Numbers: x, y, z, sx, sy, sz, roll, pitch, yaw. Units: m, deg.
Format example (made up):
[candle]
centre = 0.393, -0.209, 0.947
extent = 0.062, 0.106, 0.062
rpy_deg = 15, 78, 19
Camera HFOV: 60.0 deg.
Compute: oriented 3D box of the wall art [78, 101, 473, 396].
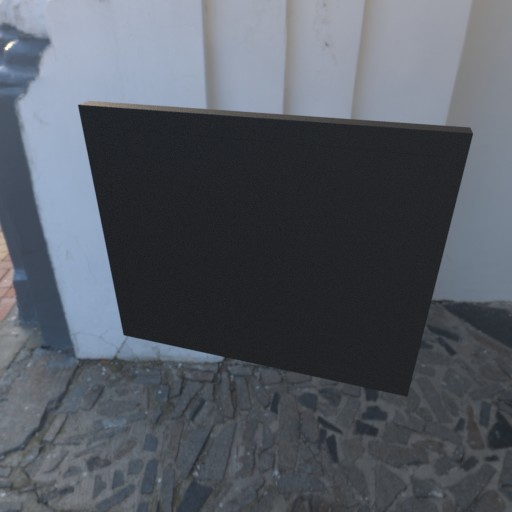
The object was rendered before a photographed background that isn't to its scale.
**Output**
[wall art]
centre = 0.000, 0.000, 0.734
extent = 0.558, 0.457, 0.029
rpy_deg = 9, 32, 14
